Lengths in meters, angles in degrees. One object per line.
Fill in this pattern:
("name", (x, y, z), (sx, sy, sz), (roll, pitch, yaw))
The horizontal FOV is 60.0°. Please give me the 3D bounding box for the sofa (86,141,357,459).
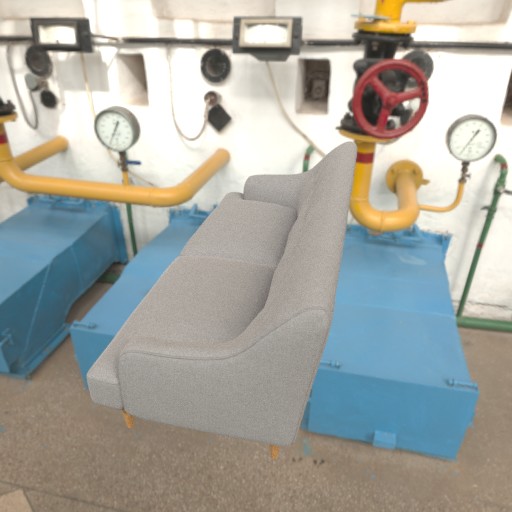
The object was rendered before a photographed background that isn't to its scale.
("sofa", (0.000, 0.000, 2.533), (0.978, 0.871, 2.057), (7, 31, 12))
